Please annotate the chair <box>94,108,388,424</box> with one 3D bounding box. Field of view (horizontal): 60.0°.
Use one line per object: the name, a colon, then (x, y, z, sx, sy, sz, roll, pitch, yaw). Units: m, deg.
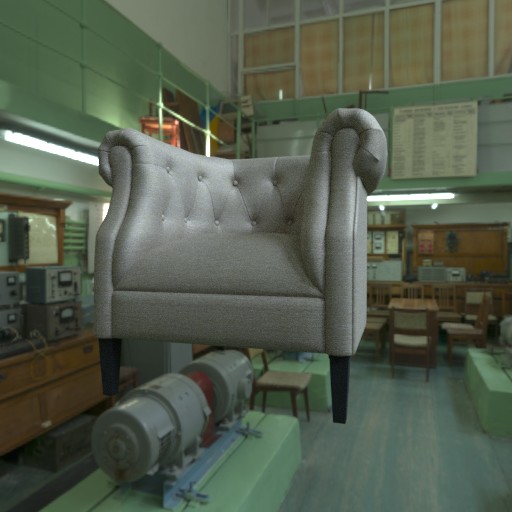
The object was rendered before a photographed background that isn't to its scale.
chair: (0.000, 0.000, 1.588, 0.905, 0.827, 0.852, 0, 1, 18)
